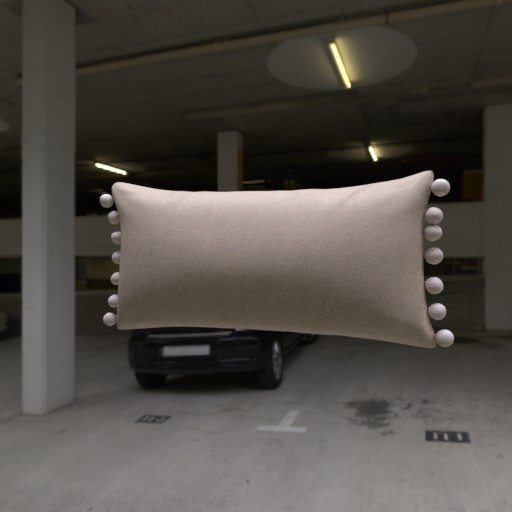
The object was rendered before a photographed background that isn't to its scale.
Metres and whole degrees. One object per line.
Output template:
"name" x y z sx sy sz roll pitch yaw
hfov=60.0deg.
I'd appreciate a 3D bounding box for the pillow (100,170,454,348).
"pillow" 0.000 0.000 0.868 0.709 0.322 0.201 0 0 19
